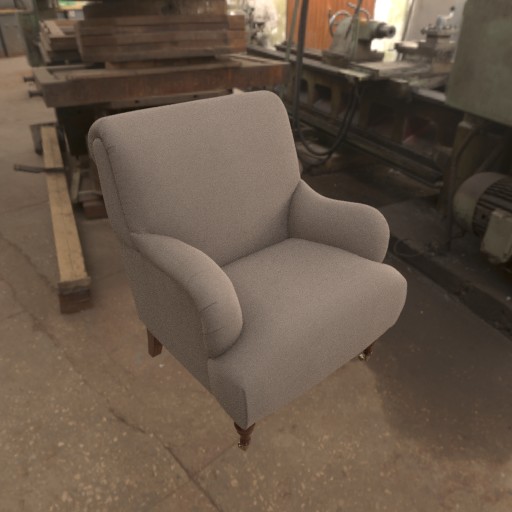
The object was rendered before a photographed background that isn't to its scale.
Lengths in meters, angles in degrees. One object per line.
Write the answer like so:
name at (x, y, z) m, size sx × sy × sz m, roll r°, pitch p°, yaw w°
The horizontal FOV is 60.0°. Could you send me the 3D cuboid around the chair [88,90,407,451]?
chair at (0.000, 0.000, 1.548) m, size 0.766 × 0.942 × 0.842 m, roll -24°, pitch 38°, yaw -33°
